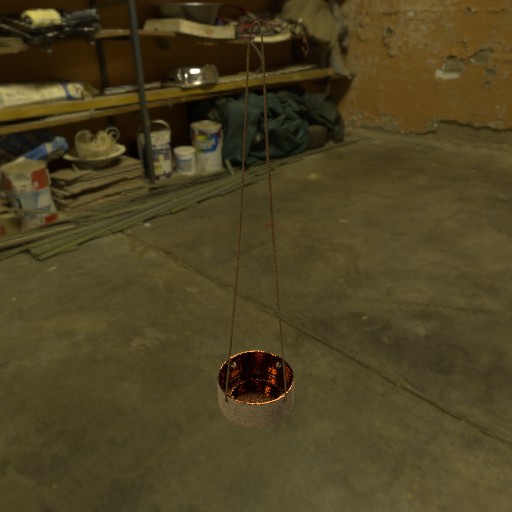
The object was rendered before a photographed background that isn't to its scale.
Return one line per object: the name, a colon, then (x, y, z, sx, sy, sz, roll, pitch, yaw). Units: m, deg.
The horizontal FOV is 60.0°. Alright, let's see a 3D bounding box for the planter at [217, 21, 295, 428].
planter: (0.000, 0.000, 1.100, 0.223, 1.030, 0.223, 0, 28, 0)
